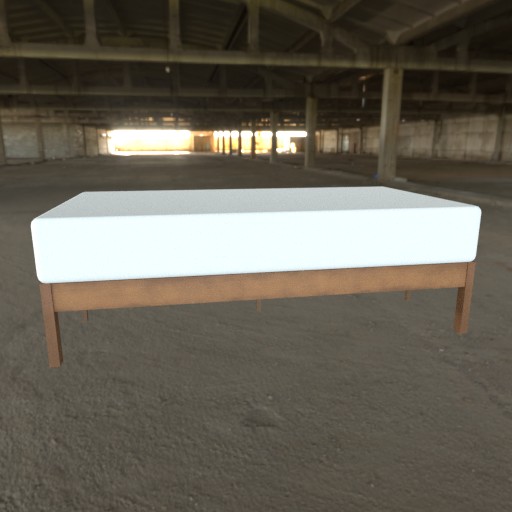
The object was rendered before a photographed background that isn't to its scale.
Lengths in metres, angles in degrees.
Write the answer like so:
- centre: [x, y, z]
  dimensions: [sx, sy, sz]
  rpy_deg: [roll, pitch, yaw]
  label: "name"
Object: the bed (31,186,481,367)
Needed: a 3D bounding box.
- centre: [0.000, 0.000, 2.355]
  dimensions: [1.902, 0.616, 0.961]
  rpy_deg: [-3, 14, -10]
  label: "bed"
